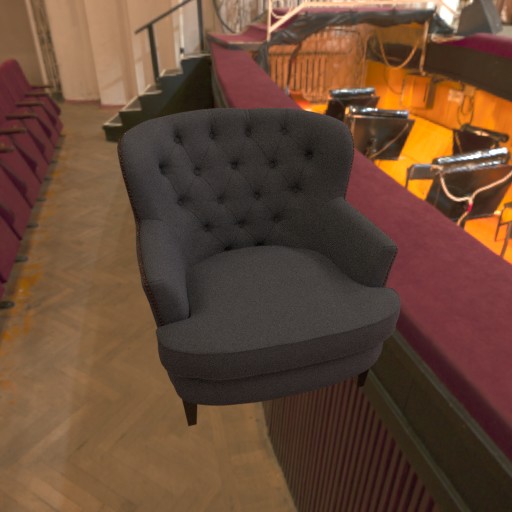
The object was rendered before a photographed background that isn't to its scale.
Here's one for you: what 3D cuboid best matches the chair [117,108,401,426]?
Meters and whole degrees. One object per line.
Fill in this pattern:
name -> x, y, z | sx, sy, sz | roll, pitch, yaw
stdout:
chair -> 0.000, 0.000, 1.596 | 0.848, 0.868, 0.906 | -8, 31, -14
